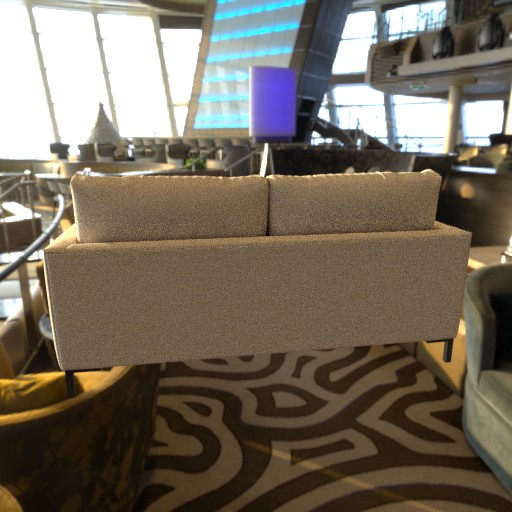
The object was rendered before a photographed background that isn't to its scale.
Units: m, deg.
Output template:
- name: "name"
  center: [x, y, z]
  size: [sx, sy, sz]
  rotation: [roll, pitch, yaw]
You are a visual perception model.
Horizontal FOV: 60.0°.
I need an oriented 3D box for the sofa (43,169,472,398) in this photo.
- name: "sofa"
  center: [0.000, 0.000, 2.073]
  size: [1.651, 0.812, 0.839]
  rotation: [-3, 15, -10]
